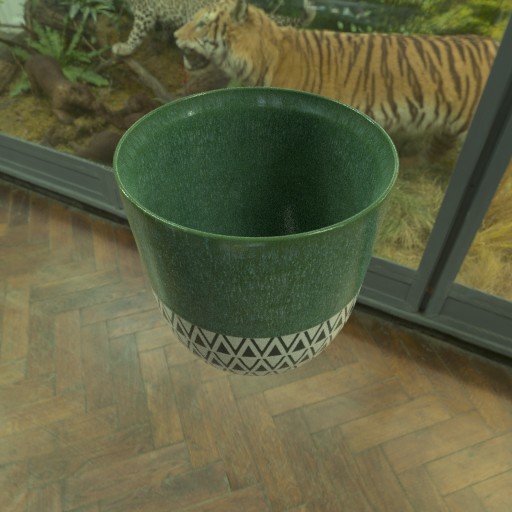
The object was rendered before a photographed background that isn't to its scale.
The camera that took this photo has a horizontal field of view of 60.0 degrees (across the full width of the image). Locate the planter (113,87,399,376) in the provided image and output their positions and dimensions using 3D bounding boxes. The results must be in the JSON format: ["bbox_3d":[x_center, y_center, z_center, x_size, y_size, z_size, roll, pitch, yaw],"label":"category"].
[{"bbox_3d":[0.000,0.000,0.383,0.195,0.214,0.195,0,44,0],"label":"planter"}]
